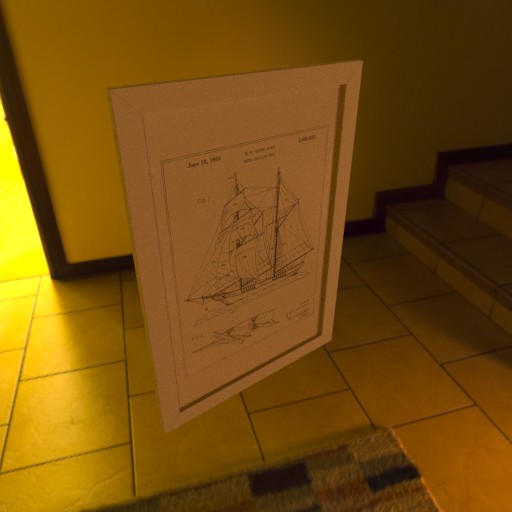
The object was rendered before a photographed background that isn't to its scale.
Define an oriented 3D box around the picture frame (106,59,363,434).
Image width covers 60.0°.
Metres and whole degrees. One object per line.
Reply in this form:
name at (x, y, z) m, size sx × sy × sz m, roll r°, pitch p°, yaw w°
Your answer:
picture frame at (0.000, 0.000, 0.592) m, size 0.326 × 0.459 × 0.011 m, roll -21°, pitch 36°, yaw -31°
